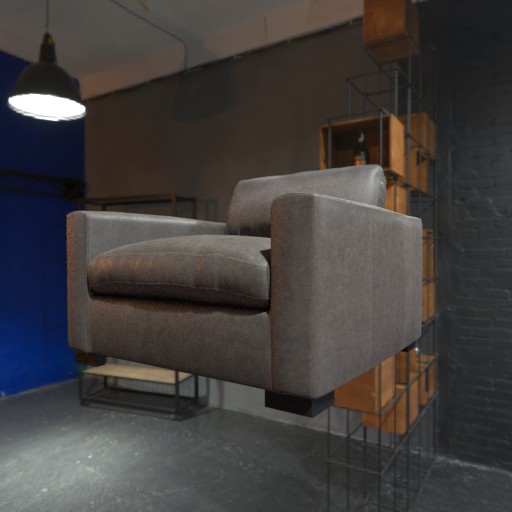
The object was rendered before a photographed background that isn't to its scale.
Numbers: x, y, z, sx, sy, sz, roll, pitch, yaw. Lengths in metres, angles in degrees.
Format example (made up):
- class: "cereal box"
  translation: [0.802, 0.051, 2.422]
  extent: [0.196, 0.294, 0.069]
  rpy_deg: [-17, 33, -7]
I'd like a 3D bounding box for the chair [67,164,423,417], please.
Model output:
- class: "chair"
  translation: [0.000, 0.000, 1.817]
  extent: [1.106, 0.807, 1.080]
  rpy_deg: [0, 1, 34]
